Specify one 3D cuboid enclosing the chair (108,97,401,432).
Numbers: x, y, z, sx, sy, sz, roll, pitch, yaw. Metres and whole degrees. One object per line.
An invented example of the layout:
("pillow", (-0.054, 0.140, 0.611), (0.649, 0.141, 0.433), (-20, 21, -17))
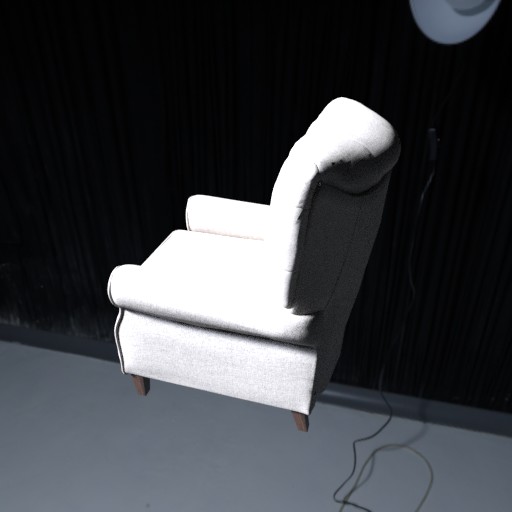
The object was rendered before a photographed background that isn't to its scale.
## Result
("chair", (0.000, 0.000, 1.882), (1.025, 1.209, 0.942), (8, 31, 14))
